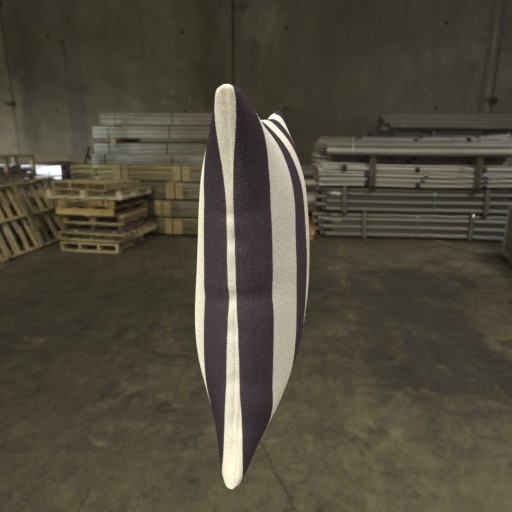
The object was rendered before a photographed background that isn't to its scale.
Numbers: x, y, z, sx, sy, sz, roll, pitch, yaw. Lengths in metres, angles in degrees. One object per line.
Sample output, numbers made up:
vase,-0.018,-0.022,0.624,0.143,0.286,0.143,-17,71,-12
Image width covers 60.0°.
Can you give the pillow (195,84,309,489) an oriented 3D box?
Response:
pillow,0.000,0.000,0.794,0.189,0.526,0.536,2,15,8
